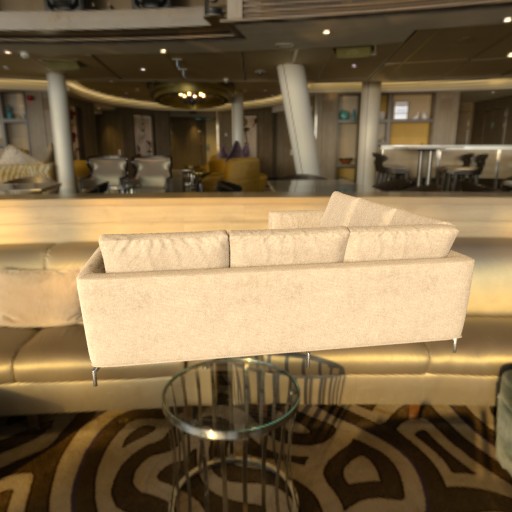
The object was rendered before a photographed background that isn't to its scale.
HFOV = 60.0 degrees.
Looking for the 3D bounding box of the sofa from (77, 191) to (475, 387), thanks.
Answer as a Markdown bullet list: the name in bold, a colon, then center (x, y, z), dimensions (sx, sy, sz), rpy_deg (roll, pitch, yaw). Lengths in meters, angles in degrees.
- **sofa**: center (0.000, 0.000, 3.766), dimensions (2.438, 0.864, 2.438), rpy_deg (-2, 14, -10)
